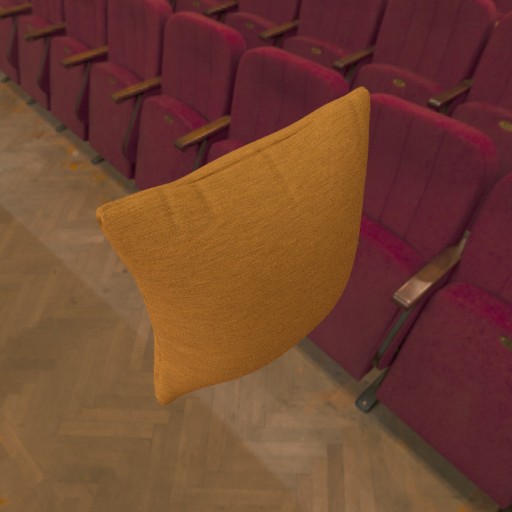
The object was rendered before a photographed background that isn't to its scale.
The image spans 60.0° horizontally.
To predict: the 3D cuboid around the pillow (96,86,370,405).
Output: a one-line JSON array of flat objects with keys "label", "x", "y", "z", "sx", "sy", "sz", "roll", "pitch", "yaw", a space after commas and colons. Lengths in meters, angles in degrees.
[{"label": "pillow", "x": 0.000, "y": 0.000, "z": 0.692, "sx": 0.435, "sy": 0.417, "sz": 0.247, "roll": -32, "pitch": 54, "yaw": -27}]
